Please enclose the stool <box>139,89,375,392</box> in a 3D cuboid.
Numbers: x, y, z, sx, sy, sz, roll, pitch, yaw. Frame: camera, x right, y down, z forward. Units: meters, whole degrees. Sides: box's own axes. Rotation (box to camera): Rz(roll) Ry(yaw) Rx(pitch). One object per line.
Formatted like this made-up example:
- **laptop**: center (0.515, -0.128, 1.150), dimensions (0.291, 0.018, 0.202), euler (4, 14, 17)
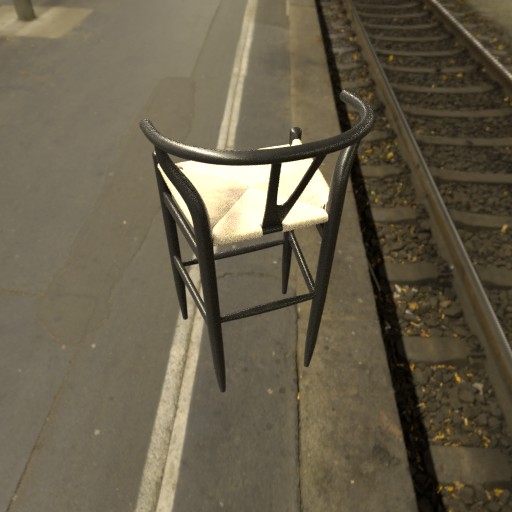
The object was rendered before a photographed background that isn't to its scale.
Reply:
- **stool**: center (0.000, 0.000, 1.435), dimensions (0.569, 1.072, 0.579), euler (-13, 44, -14)
